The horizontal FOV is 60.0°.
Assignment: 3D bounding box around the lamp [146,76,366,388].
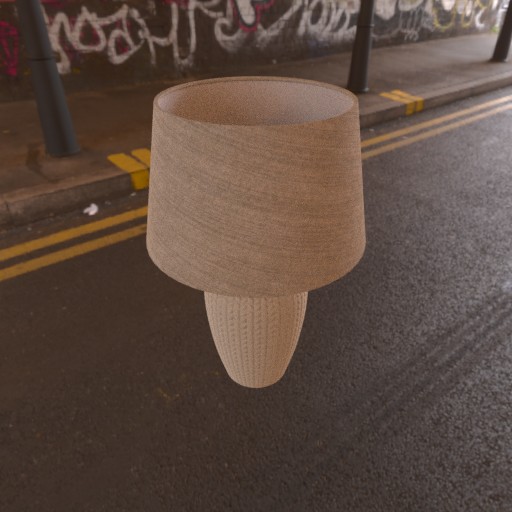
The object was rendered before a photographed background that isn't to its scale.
[{"bbox_3d":[0.000,0.000,0.834,0.390,0.580,0.390,0,33,0],"label":"lamp"}]
